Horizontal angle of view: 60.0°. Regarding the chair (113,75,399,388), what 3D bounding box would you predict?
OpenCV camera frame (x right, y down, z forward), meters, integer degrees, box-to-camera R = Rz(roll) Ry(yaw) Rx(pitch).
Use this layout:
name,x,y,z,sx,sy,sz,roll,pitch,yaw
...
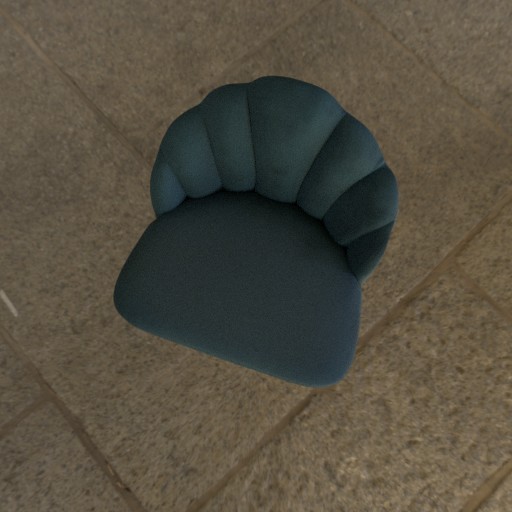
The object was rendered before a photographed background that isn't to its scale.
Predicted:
name,x,y,z,sx,sy,sz,roll,pitch,yaw
chair,0.000,0.000,1.254,0.657,0.819,0.599,18,76,5
